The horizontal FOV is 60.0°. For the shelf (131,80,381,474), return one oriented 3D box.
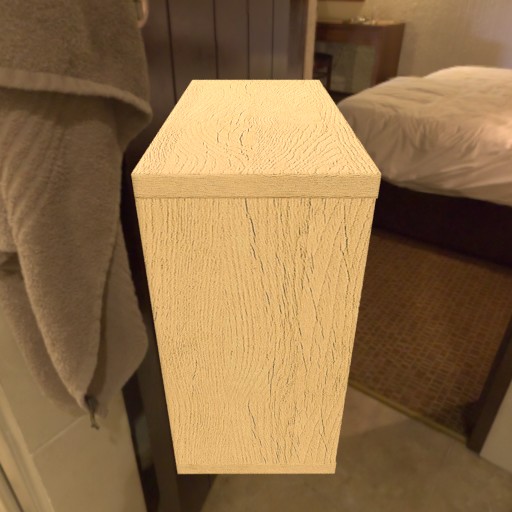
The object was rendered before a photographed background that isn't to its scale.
[{"bbox_3d":[0.000,0.000,1.233,0.390,0.786,0.790,0,32,0],"label":"shelf"}]
